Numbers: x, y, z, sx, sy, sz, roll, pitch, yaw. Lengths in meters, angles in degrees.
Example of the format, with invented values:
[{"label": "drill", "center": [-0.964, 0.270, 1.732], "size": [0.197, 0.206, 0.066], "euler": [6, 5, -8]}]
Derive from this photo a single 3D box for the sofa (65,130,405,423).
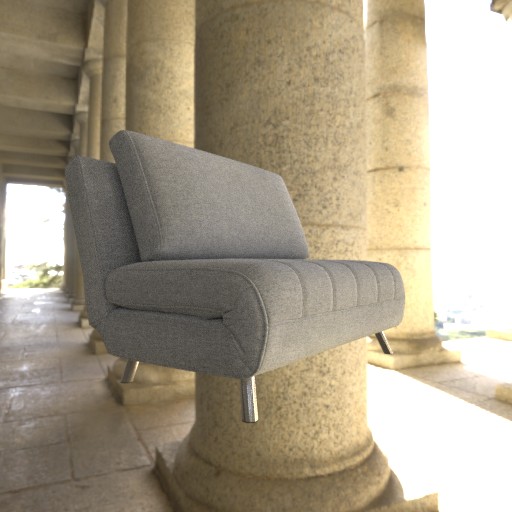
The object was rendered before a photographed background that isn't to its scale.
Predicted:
[{"label": "sofa", "center": [0.000, 0.000, 1.871], "size": [0.910, 0.910, 1.220], "euler": [-1, -1, 36]}]
